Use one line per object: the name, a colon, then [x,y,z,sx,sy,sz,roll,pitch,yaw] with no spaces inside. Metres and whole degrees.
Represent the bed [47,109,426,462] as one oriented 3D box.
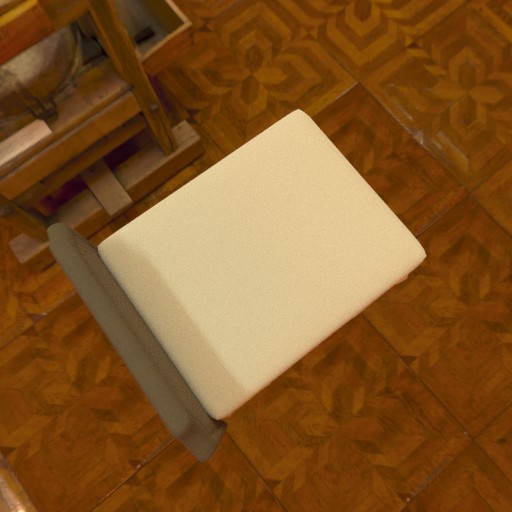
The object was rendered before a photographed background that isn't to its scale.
bed: [0.000,0.000,3.356,2.181,1.297,1.831,-36,79,-8]
